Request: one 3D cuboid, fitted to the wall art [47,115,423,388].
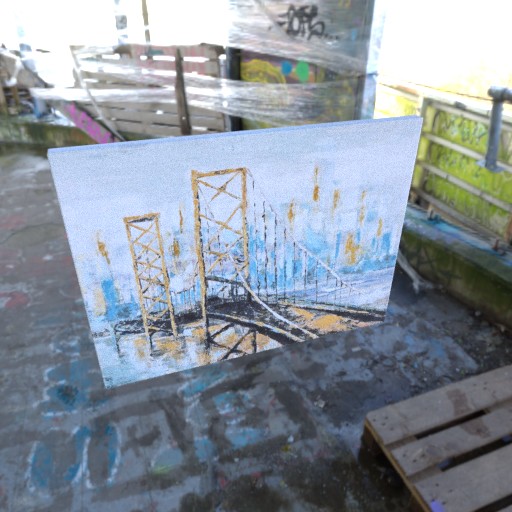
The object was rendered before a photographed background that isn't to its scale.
[{"bbox_3d":[0.000,0.000,1.356,1.016,0.762,0.038,-10,32,-16],"label":"wall art"}]
